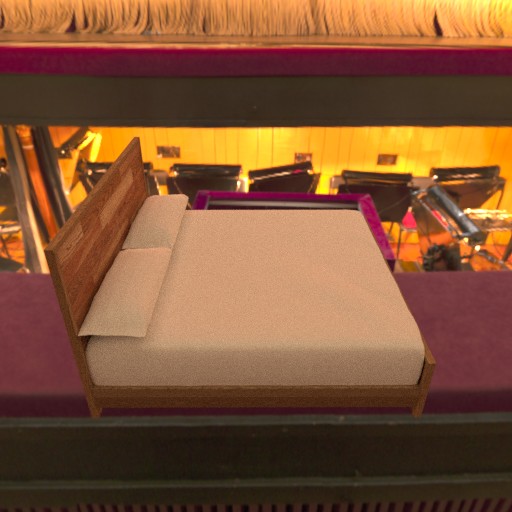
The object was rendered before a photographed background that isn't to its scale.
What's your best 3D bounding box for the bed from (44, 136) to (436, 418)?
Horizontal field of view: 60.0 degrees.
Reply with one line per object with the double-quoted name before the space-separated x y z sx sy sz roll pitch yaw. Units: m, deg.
"bed" 0.000 0.000 3.467 2.184 1.295 2.013 0 31 0
